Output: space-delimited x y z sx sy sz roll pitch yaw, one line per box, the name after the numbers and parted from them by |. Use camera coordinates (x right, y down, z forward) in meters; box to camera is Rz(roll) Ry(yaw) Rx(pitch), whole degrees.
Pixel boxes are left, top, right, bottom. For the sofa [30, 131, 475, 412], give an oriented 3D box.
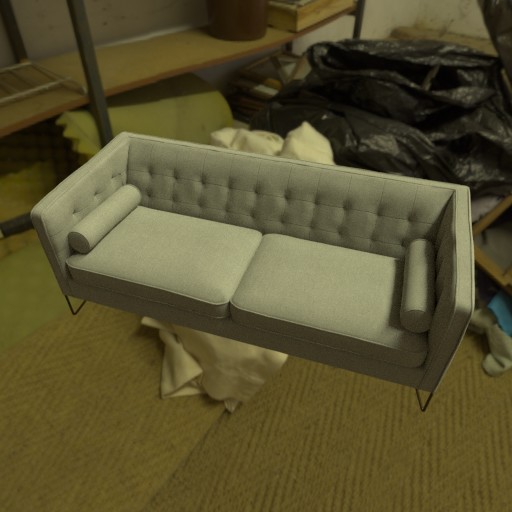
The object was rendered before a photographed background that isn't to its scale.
0.000 0.000 2.487 2.079 0.798 0.912 12 43 13 | sofa
